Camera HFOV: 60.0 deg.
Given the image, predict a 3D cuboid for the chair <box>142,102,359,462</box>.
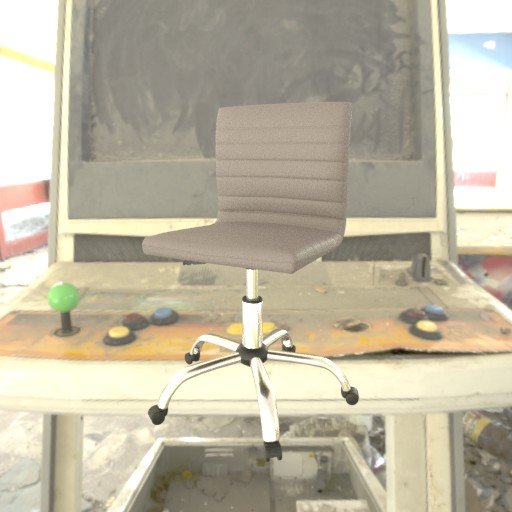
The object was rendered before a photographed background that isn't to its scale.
[{"bbox_3d":[0.000,0.000,1.158,0.556,0.780,0.530,7,15,26],"label":"chair"}]
